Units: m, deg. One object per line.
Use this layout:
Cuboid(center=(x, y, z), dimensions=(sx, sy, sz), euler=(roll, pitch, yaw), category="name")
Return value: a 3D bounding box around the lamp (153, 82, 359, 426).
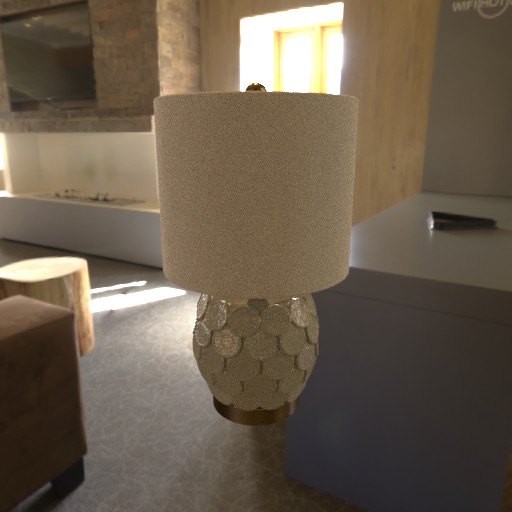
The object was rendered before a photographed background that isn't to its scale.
Cuboid(center=(0.000, 0.000, 0.615), dimensions=(0.254, 0.452, 0.254), euler=(0, 15, 0), category="lamp")
